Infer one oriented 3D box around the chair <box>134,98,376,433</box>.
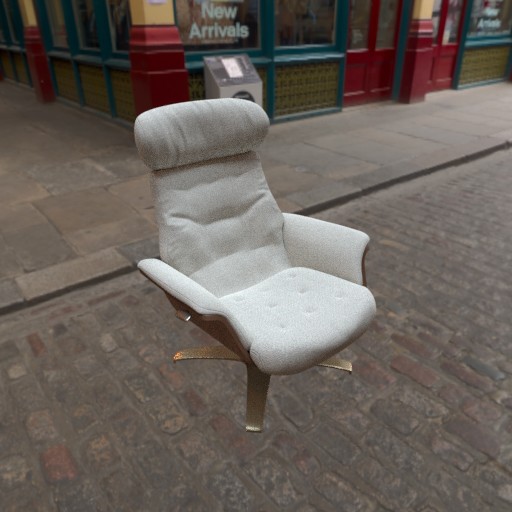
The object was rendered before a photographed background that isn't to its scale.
[{"bbox_3d":[0.000,0.000,1.618,0.785,0.995,0.837,-21,34,-34],"label":"chair"}]
